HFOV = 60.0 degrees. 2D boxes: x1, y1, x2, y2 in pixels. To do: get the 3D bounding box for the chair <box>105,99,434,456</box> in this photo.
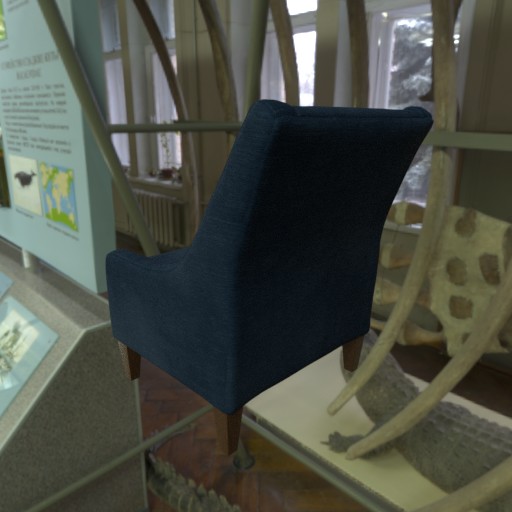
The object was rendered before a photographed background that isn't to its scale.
[{"bbox_3d":[0.000,0.000,1.586,0.774,1.014,0.870,-16,23,-42],"label":"chair"}]
